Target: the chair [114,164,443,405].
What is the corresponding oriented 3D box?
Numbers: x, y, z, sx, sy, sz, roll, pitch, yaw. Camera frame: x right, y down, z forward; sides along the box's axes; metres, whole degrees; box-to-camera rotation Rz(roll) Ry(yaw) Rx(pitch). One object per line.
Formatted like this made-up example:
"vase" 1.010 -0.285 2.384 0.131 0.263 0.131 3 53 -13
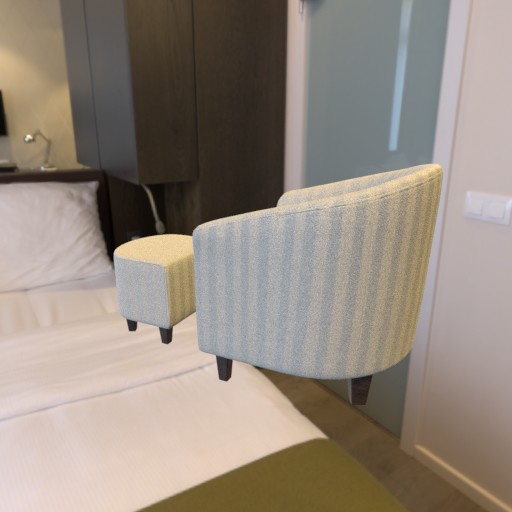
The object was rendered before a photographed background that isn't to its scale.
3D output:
"chair" 0.000 0.000 1.742 1.288 0.757 0.756 8 19 25
